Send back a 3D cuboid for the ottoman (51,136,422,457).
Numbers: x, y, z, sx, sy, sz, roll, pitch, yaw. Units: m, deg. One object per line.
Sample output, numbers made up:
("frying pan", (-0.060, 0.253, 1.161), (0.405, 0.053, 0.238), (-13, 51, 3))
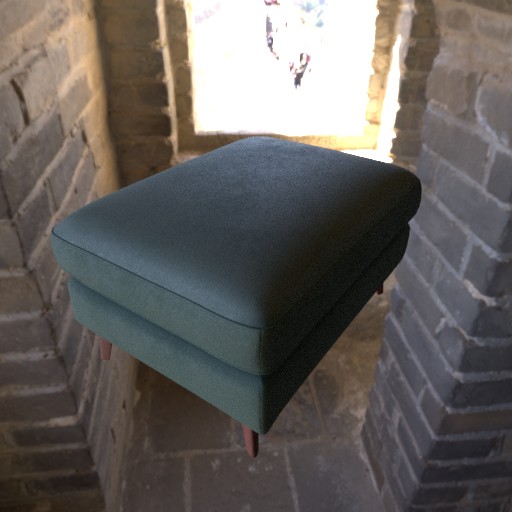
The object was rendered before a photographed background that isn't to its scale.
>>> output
("ottoman", (0.000, 0.000, 1.175), (0.608, 0.449, 0.811), (21, 38, 29))
